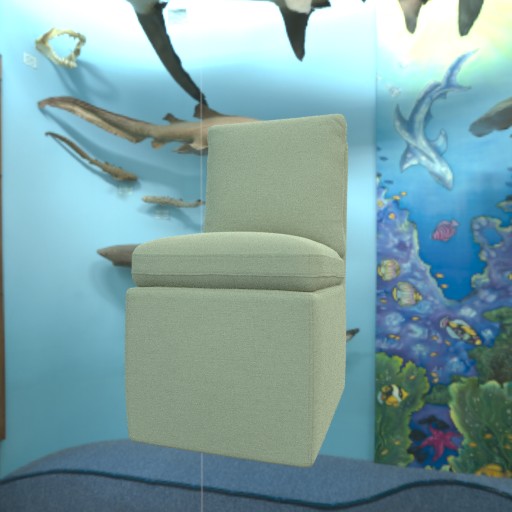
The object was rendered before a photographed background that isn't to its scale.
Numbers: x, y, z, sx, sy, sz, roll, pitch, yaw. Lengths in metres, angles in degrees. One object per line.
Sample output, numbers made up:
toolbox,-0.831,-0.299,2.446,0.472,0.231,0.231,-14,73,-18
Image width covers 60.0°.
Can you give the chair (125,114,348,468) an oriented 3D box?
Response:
chair,0.000,0.000,1.342,0.503,0.927,0.698,0,1,18
